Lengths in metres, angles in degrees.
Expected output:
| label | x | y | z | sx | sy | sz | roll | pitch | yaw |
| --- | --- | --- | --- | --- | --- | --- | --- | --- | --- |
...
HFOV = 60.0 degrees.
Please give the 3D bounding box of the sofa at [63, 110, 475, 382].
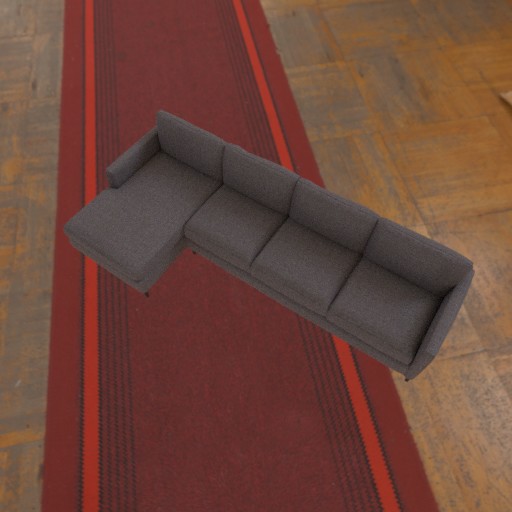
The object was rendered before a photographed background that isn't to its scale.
| label | x | y | z | sx | sy | sz | roll | pitch | yaw |
| --- | --- | --- | --- | --- | --- | --- | --- | --- | --- |
| sofa | 0.000 | 0.000 | 3.208 | 2.731 | 0.754 | 1.258 | 30 | 62 | 17 |
